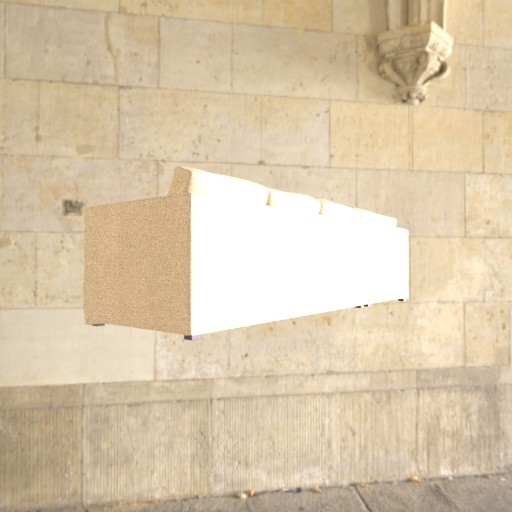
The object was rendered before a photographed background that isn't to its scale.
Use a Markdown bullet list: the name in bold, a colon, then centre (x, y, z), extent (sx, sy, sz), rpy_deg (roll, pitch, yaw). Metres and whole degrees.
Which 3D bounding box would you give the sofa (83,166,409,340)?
- **sofa**: centre (0.000, 0.000, 3.902), extent (1.650, 0.922, 3.205), rpy_deg (-1, -1, 38)
